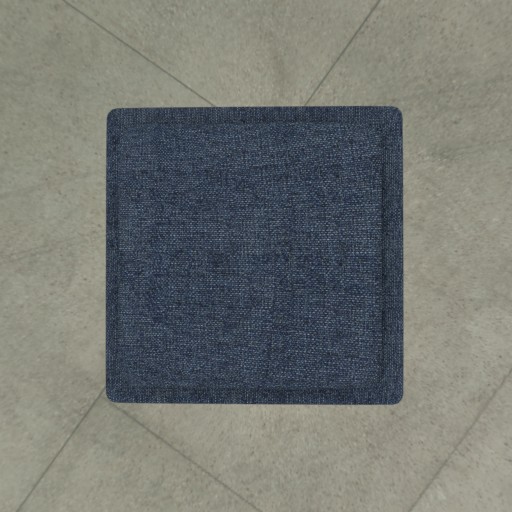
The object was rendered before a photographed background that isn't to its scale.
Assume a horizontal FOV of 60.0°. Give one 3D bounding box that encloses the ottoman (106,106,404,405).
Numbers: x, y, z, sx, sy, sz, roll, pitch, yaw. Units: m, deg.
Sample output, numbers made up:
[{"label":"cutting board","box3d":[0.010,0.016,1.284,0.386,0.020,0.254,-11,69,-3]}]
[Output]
[{"label":"ottoman","box3d":[0.000,0.000,0.833,0.450,0.460,0.450,0,90,1]}]
